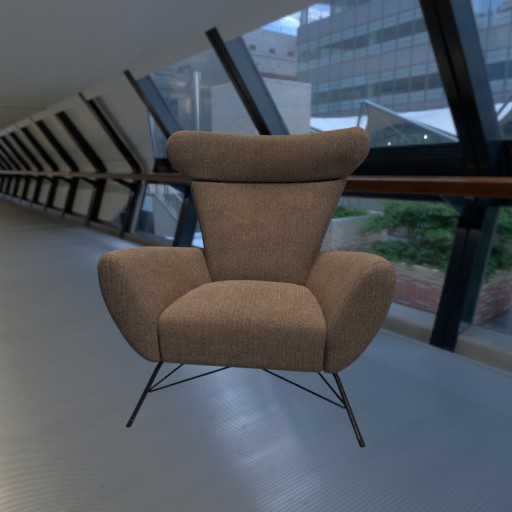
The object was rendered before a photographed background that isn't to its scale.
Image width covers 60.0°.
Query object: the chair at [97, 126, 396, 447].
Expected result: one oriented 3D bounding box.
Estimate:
[{"bbox_3d":[0.000,0.000,1.801,0.980,1.040,0.900,2,12,8],"label":"chair"}]
